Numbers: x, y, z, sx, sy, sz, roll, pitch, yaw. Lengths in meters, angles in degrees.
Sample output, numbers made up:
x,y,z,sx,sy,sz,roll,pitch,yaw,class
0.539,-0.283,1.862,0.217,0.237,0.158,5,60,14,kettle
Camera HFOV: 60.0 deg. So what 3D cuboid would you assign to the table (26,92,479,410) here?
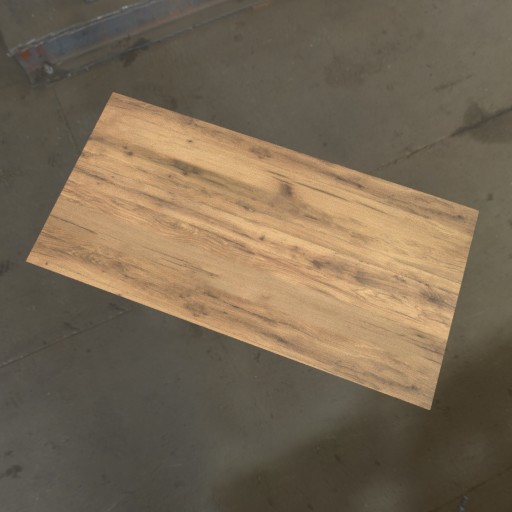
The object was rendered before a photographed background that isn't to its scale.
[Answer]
x,y,z,sx,sy,sz,roll,pitch,yaw,class
0.000,0.000,2.544,2.000,0.770,1.000,19,76,5,table
